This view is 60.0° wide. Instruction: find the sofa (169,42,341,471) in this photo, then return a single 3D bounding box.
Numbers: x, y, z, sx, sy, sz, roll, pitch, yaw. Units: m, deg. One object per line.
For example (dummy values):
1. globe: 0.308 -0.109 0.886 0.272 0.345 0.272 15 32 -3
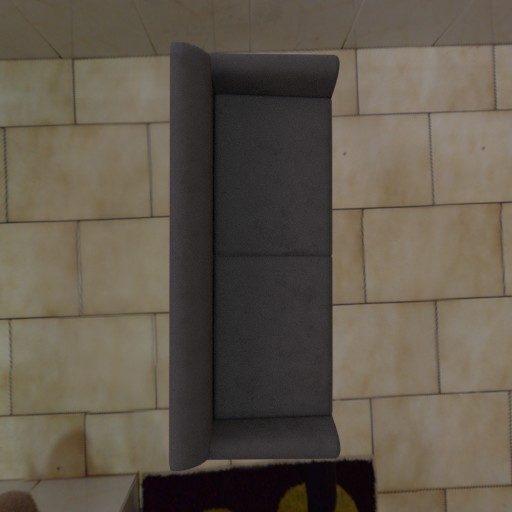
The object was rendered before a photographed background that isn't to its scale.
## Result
1. sofa: 0.000 0.000 2.594 0.900 0.740 2.190 0 89 -1
